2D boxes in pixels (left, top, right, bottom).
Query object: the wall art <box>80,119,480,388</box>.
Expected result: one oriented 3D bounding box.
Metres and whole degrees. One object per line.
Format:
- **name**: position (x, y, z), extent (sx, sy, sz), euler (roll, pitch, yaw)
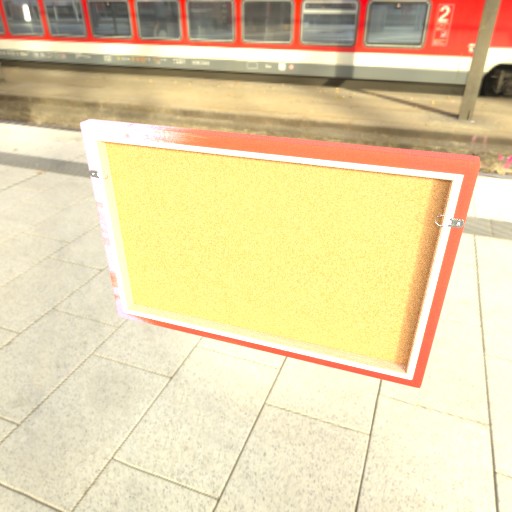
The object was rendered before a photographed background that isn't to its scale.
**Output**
- **wall art**: position (0.000, 0.000, 1.134), extent (0.913, 0.609, 0.040), euler (10, 32, 16)
